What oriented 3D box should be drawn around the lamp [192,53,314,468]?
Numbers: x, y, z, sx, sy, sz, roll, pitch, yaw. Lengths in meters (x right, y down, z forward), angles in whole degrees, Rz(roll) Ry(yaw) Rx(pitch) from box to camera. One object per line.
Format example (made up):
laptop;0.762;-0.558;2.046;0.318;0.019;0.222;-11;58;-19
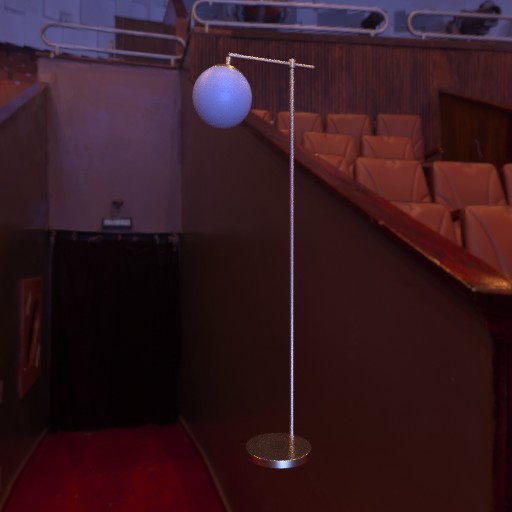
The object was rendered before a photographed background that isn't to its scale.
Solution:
lamp;0.000;0.000;1.662;0.476;1.505;0.249;0;0;-19
